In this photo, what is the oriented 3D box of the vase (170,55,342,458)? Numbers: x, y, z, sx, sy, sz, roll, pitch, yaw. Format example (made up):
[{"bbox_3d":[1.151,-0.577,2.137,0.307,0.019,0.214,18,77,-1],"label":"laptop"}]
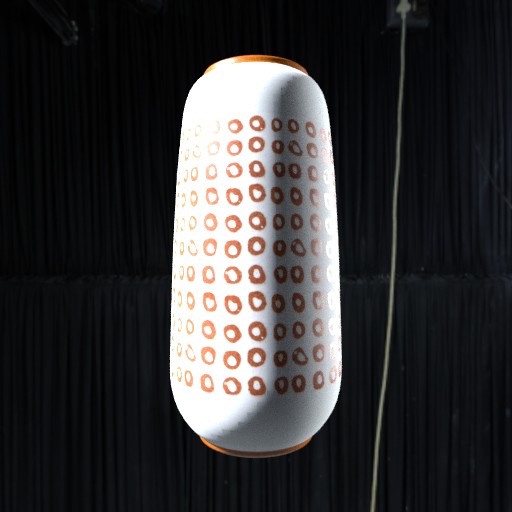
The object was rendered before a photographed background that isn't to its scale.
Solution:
[{"bbox_3d":[0.000,0.000,0.351,0.133,0.282,0.133,0,0,0],"label":"vase"}]
